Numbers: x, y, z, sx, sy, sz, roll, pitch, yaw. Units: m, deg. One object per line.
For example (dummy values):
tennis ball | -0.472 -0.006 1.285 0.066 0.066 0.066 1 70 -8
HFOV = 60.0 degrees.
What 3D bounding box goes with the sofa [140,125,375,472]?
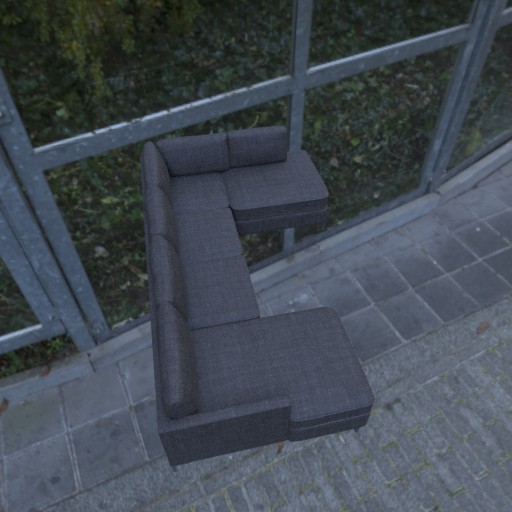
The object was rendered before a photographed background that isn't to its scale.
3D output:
sofa | 0.000 0.000 4.353 2.048 0.999 3.423 -9 46 -9
